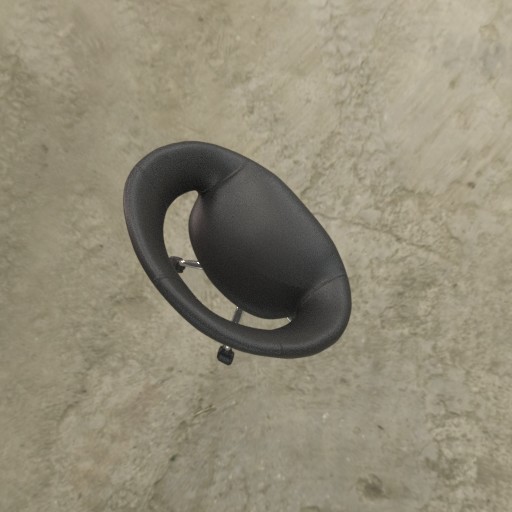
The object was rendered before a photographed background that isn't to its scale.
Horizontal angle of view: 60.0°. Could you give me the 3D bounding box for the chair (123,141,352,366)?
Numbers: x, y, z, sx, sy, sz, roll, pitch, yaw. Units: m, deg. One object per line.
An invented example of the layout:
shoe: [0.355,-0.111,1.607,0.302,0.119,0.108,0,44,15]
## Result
chair: [0.000,0.000,1.200,0.538,0.791,0.612,-37,79,-8]
